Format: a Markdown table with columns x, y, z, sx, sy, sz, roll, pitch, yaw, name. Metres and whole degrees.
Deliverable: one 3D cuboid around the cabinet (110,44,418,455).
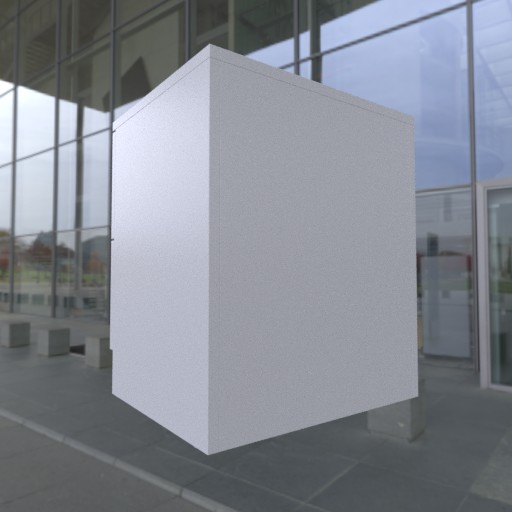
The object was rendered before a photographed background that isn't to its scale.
| x | y | z | sx | sy | sz | roll | pitch | yaw | name |
| --- | --- | --- | --- | --- | --- | --- | --- | --- | --- |
| 0.000 | 0.000 | 0.766 | 0.400 | 0.470 | 0.360 | 2 | -3 | -36 | cabinet |
